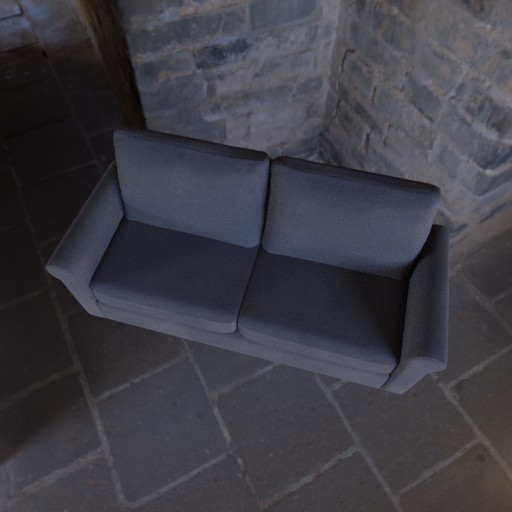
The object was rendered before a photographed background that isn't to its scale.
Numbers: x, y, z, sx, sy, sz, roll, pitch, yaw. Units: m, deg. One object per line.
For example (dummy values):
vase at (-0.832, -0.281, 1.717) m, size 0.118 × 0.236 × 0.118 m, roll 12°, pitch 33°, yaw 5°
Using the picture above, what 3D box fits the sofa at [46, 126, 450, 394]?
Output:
sofa at (0.000, 0.000, 2.369) m, size 1.935 × 0.942 × 0.842 m, roll 13°, pitch 59°, yaw 8°
